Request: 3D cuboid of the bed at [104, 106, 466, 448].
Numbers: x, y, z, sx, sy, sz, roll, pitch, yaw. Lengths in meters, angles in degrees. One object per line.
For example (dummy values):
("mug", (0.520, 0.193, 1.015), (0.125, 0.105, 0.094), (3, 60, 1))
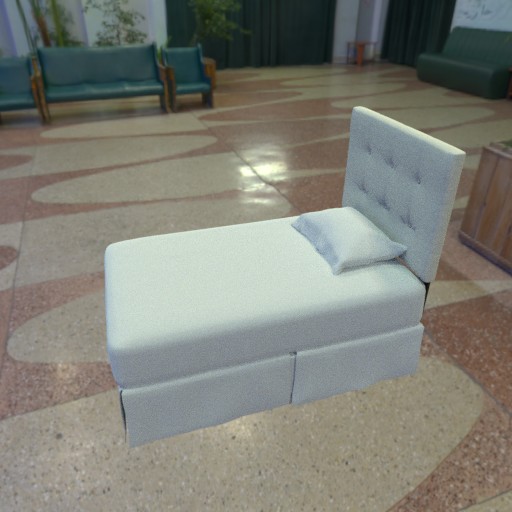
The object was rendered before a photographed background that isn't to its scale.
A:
("bed", (0.000, 0.000, 2.928), (1.997, 1.571, 1.261), (-9, 32, -15))
